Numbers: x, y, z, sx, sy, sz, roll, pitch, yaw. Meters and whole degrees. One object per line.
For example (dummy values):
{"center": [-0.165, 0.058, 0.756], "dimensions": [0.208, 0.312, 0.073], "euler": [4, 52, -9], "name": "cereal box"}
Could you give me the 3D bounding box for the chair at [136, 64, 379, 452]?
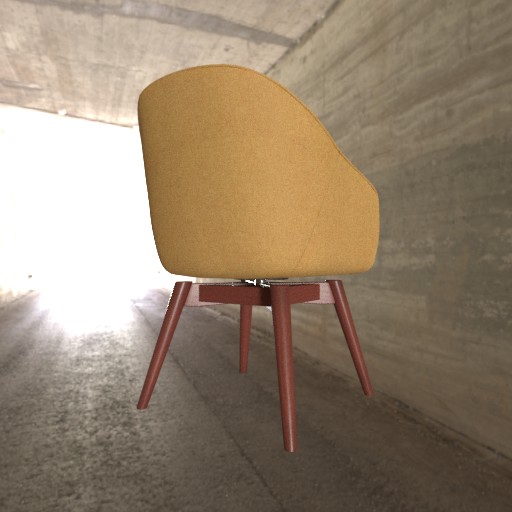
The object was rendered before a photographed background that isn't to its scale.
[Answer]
{"center": [0.000, 0.000, 1.240], "dimensions": [0.596, 0.823, 0.635], "euler": [0, -1, 34], "name": "chair"}
